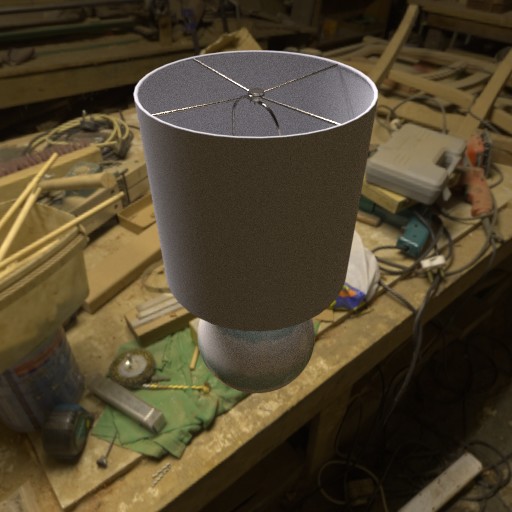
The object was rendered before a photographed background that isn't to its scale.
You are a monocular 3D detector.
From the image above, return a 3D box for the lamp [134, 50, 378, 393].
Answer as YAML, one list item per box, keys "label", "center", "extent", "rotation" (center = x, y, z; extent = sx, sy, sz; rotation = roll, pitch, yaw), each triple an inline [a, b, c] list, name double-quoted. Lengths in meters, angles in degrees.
- label: "lamp"
  center: [0.000, 0.000, 0.531]
  extent: [0.217, 0.404, 0.217]
  rotation: [-27, 47, -28]
